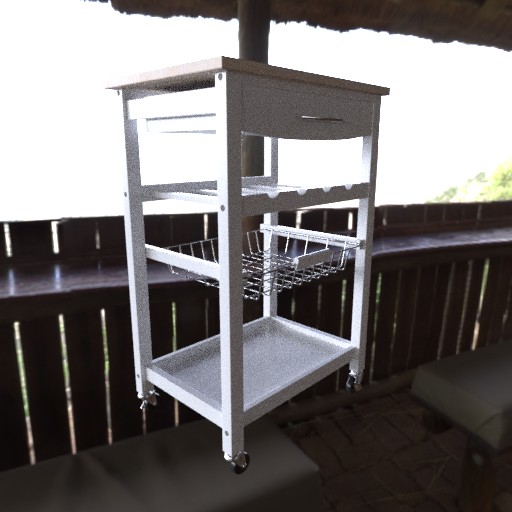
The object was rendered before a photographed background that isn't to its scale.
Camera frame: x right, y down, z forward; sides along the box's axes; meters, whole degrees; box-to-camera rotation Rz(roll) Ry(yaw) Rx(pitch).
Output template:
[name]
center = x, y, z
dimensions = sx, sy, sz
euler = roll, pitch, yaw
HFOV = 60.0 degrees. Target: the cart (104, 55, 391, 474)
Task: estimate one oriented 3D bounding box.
[cart]
center = 0.000, 0.000, 1.174
dimensions = 0.406, 0.857, 0.578
euler = 13, 19, 43
